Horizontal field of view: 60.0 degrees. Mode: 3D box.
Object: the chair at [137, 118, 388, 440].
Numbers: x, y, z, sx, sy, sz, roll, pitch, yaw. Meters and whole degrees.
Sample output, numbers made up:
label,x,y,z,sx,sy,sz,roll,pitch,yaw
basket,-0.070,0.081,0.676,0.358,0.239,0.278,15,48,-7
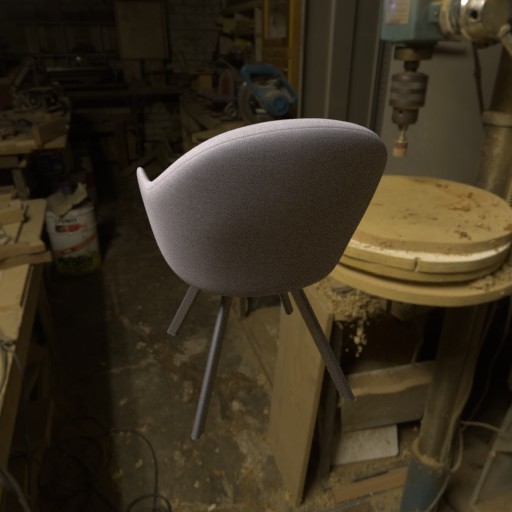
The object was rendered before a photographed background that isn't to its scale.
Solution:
label,x,y,z,sx,sy,sz,roll,pitch,yaw
chair,0.000,0.000,1.170,0.540,0.780,0.570,-8,28,-16
